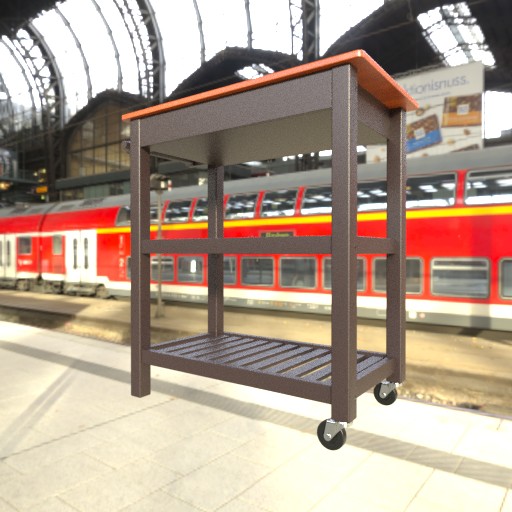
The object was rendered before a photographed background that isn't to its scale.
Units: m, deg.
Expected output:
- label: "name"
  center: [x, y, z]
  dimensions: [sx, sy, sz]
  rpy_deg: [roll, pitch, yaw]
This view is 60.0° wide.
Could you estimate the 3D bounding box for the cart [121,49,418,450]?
- label: "cart"
  center: [0.000, 0.000, 1.431]
  dimensions: [0.899, 0.927, 0.457]
  rpy_deg: [0, 1, 35]
